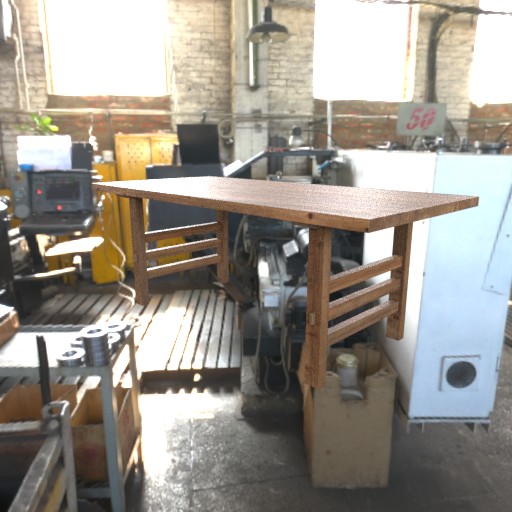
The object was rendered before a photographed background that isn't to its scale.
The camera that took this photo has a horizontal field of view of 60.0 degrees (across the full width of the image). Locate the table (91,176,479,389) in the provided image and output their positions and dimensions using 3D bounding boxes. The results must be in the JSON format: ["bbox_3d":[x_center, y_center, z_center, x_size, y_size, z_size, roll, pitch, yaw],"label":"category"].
[{"bbox_3d":[0.000,0.000,2.525,0.952,0.760,2.003,-13,19,-43],"label":"table"}]
